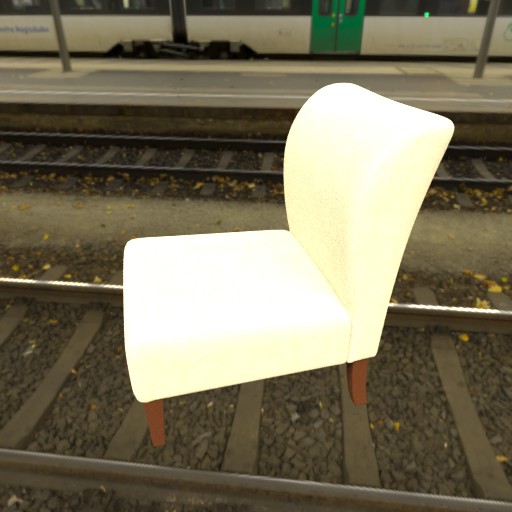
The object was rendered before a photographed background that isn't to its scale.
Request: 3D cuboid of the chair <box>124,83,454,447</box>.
[{"bbox_3d":[0.000,0.000,1.259,0.754,0.833,0.521,-7,31,-13],"label":"chair"}]
